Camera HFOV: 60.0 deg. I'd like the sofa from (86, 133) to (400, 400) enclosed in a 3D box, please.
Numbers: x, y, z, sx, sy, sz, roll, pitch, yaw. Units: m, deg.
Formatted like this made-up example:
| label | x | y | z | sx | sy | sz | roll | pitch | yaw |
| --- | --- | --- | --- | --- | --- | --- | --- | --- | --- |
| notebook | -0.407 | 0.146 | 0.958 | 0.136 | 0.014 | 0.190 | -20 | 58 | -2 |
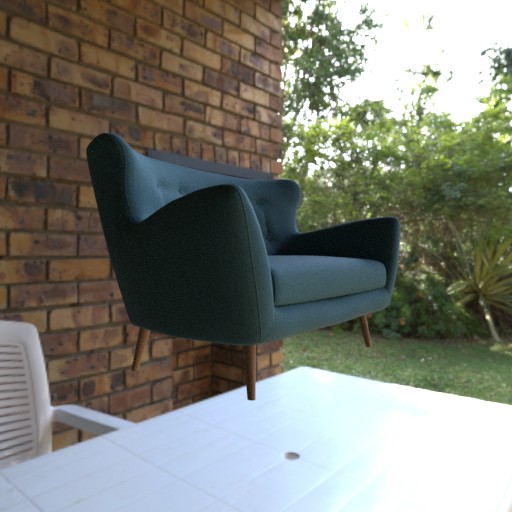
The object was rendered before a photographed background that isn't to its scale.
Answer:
| label | x | y | z | sx | sy | sz | roll | pitch | yaw |
| --- | --- | --- | --- | --- | --- | --- | --- | --- | --- |
| sofa | 0.000 | 0.000 | 1.970 | 0.889 | 0.889 | 1.397 | 0 | 0 | 36 |
